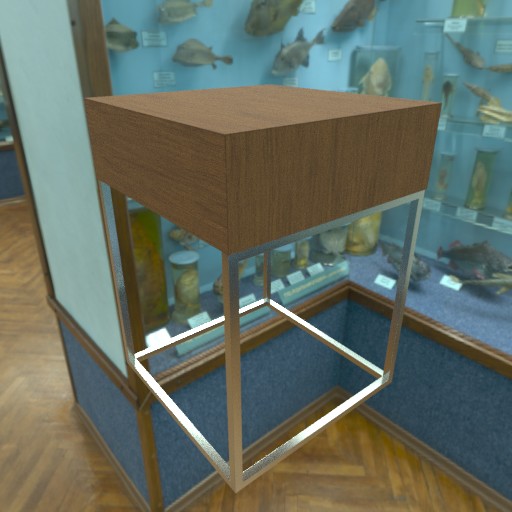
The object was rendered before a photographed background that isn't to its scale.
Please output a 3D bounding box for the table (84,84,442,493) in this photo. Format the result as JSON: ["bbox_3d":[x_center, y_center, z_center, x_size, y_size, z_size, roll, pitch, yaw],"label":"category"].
[{"bbox_3d":[0.000,0.000,0.810,0.398,0.540,0.397,-19,32,-34],"label":"table"}]
